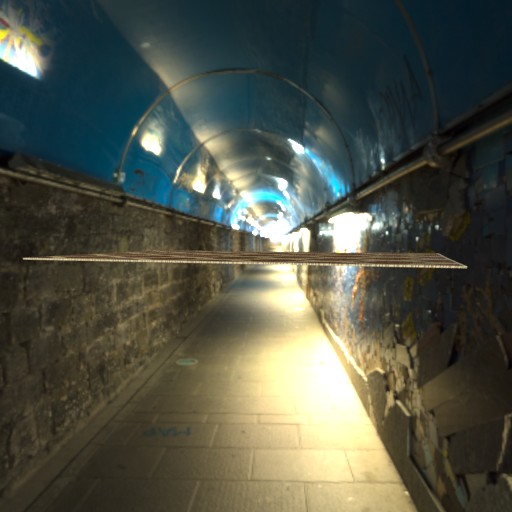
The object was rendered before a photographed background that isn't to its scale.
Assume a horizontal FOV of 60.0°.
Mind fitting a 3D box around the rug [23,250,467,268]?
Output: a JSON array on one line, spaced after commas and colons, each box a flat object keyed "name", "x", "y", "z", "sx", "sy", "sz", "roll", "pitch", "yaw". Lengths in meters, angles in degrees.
[{"name": "rug", "x": 0.000, "y": 0.000, "z": 2.852, "sx": 2.284, "sy": 0.008, "sz": 1.522, "roll": 1, "pitch": 3, "yaw": 18}]
